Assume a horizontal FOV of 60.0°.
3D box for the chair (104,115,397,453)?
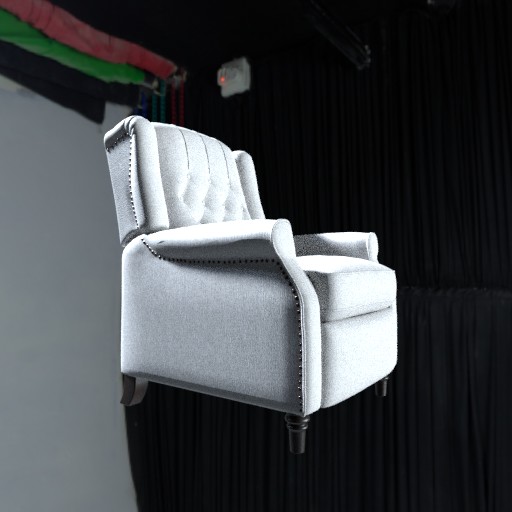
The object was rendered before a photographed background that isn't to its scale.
[{"bbox_3d":[0.000,0.000,1.612,0.902,1.035,0.742,-1,-1,36],"label":"chair"}]
